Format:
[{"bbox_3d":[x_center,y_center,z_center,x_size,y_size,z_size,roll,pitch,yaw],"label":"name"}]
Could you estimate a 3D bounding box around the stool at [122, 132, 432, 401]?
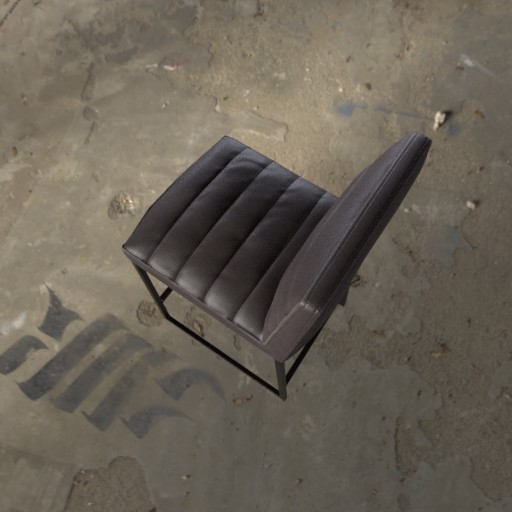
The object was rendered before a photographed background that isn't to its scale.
[{"bbox_3d":[0.000,0.000,1.262,0.562,0.946,0.463,31,68,14],"label":"stool"}]
